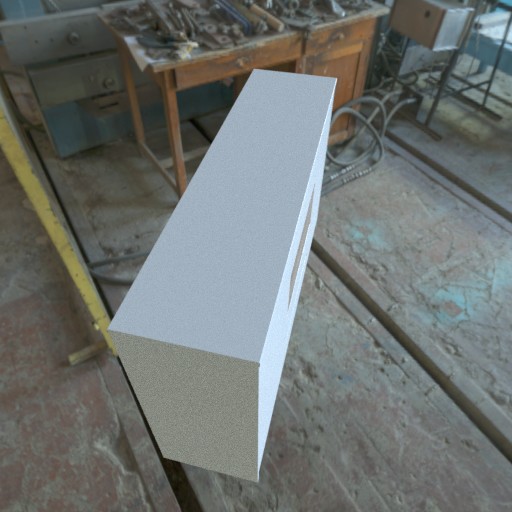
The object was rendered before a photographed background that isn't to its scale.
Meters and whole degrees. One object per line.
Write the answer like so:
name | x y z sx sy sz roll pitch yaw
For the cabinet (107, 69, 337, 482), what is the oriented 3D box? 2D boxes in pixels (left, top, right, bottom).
cabinet | 0.000 0.000 1.847 0.380 0.900 1.450 10 48 9
